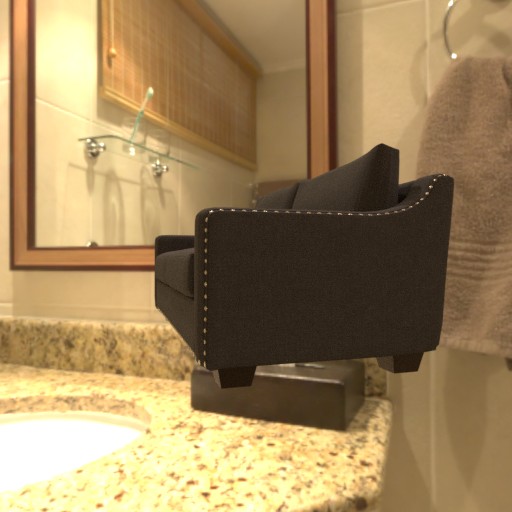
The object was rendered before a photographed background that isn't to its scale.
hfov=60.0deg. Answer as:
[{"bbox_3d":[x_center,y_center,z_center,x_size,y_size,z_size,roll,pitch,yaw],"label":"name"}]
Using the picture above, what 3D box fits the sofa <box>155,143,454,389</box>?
[{"bbox_3d":[0.000,0.000,3.266,1.336,1.196,2.550,0,0,-17],"label":"sofa"}]
